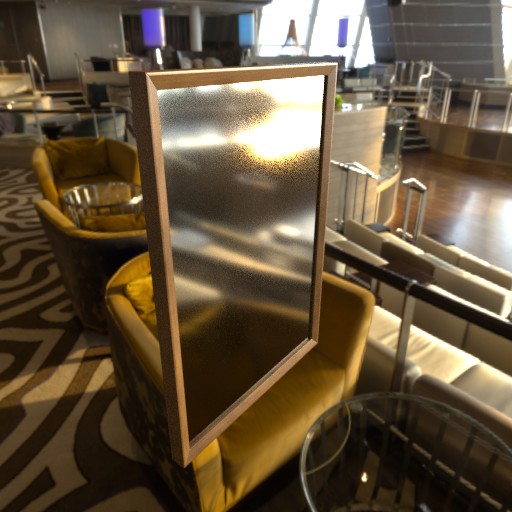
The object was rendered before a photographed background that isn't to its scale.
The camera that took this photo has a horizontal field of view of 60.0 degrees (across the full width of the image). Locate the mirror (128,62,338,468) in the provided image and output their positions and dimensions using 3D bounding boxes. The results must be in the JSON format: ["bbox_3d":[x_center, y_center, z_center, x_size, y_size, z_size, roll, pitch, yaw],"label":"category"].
[{"bbox_3d":[0.000,0.000,0.900,0.039,0.711,0.508,18,31,34],"label":"mirror"}]
